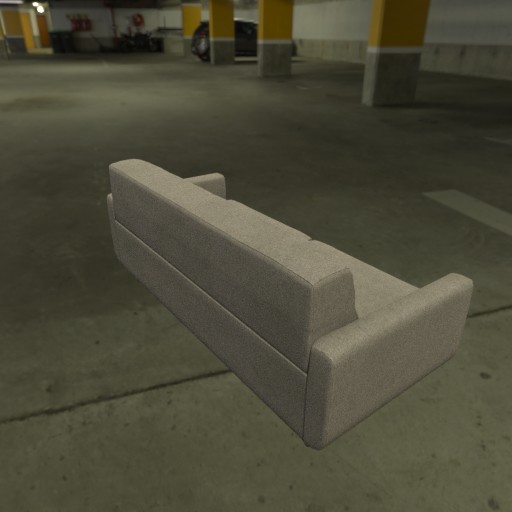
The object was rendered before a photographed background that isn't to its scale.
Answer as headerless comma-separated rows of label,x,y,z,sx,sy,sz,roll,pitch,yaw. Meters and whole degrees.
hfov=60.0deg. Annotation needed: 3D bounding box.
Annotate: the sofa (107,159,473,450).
sofa,0.000,0.000,2.447,0.909,0.841,2.029,-19,32,-32
